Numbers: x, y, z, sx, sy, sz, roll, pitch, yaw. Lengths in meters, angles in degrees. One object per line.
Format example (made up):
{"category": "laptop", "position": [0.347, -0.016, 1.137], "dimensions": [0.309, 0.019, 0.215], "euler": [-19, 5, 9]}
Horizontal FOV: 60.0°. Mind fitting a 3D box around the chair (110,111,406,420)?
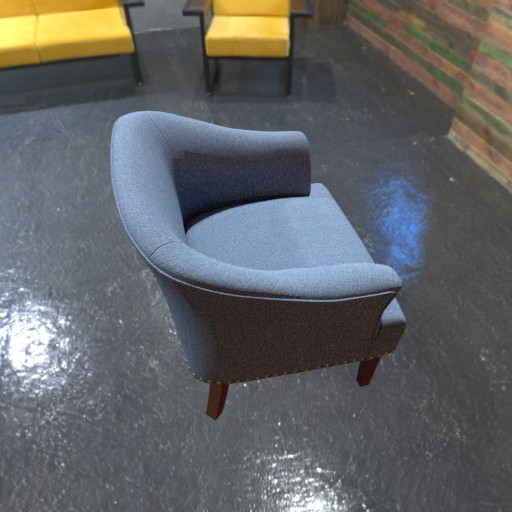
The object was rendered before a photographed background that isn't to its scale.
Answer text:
{"category": "chair", "position": [0.000, 0.000, 1.380], "dimensions": [0.704, 0.815, 0.772], "euler": [-10, 45, -10]}
